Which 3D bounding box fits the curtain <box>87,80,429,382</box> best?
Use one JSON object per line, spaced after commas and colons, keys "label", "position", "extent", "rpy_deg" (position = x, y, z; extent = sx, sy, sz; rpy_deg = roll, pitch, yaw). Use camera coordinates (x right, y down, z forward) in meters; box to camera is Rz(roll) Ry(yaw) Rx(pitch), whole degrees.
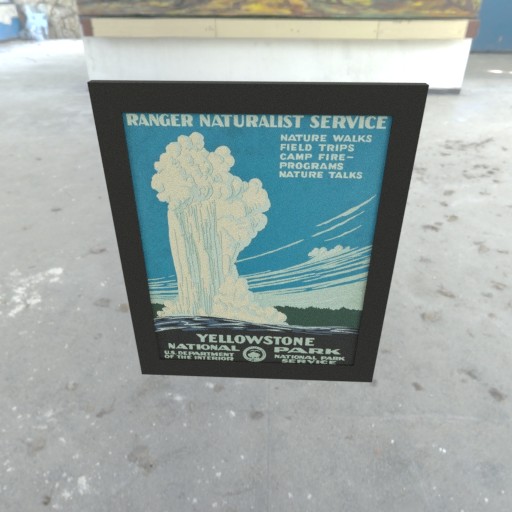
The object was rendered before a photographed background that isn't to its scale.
{"label": "curtain", "position": [0.000, 0.000, 0.789], "extent": [0.483, 0.585, 0.027], "rpy_deg": [1, 31, 2]}
